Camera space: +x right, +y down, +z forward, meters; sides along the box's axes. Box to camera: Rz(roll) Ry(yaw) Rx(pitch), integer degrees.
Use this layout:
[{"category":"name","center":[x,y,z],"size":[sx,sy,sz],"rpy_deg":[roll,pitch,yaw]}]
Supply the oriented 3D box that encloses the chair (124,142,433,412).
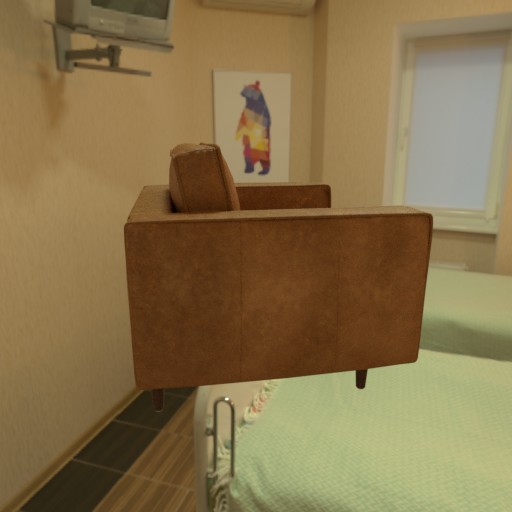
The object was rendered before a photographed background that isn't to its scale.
[{"category":"chair","center":[0.000,0.000,1.549],"size":[0.798,0.767,0.928],"rpy_deg":[-3,15,-11]}]
